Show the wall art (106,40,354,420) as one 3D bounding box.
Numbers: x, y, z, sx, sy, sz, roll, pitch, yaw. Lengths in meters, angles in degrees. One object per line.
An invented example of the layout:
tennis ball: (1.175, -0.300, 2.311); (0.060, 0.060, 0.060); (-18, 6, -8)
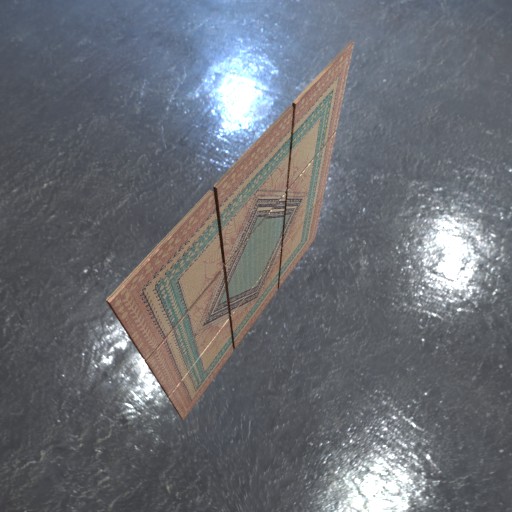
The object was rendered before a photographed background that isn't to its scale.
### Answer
wall art: (0.000, 0.000, 1.790); (0.013, 1.213, 1.215); (30, 62, 17)
